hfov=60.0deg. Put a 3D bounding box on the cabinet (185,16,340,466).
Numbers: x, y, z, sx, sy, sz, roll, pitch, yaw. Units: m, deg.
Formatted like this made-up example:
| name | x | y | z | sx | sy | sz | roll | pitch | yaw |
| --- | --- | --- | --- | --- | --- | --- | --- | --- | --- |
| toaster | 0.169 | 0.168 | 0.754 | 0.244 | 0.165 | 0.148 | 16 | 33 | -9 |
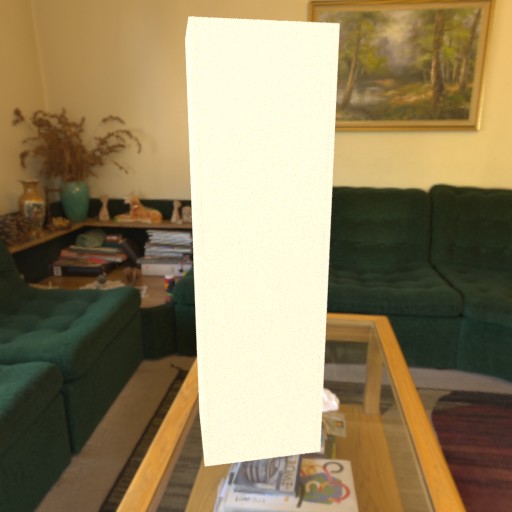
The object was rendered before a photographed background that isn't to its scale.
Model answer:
| name | x | y | z | sx | sy | sz | roll | pitch | yaw |
| --- | --- | --- | --- | --- | --- | --- | --- | --- | --- |
| cabinet | 0.000 | 0.000 | 1.470 | 0.400 | 1.350 | 0.300 | -3 | 16 | -10 |
